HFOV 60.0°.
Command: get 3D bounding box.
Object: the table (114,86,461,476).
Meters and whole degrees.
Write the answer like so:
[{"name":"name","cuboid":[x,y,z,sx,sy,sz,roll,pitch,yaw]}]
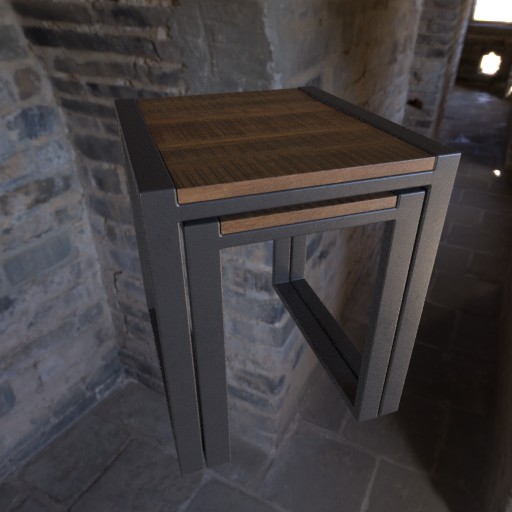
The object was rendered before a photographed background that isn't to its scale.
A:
[{"name":"table","cuboid":[0.000,0.000,0.912,0.449,0.550,0.500,-10,33,-16]}]
